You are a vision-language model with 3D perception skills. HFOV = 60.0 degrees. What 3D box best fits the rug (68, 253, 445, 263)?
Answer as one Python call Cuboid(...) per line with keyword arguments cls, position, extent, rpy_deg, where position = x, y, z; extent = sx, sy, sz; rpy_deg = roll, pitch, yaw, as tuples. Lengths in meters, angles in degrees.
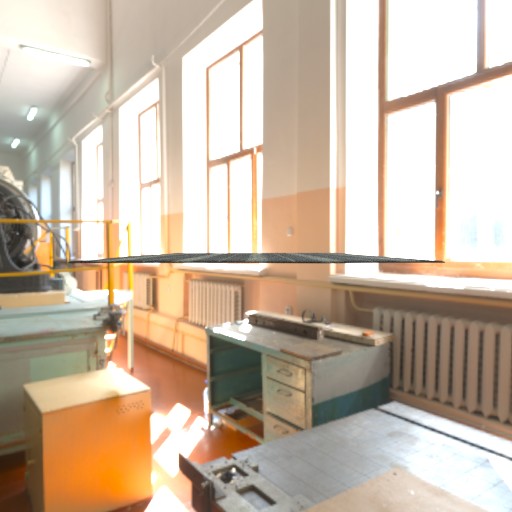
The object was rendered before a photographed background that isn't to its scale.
Cuboid(cls="rug", position=(0.000, 0.000, 2.985), extent=(1.520, 0.015, 2.434), rpy_deg=(0, 1, 0))
